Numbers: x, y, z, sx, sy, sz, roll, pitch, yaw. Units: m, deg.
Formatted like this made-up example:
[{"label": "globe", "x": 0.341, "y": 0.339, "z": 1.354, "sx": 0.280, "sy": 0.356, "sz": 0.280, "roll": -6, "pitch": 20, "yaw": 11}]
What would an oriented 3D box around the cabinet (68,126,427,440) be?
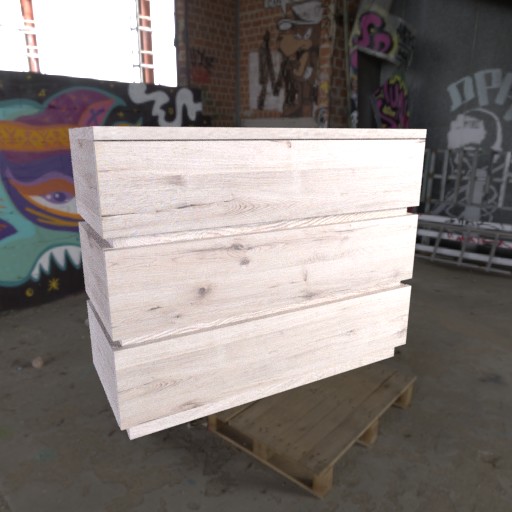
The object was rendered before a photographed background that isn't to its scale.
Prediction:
[{"label": "cabinet", "x": 0.000, "y": 0.000, "z": 1.488, "sx": 1.040, "sy": 0.820, "sz": 0.420, "roll": -8, "pitch": 17, "yaw": -28}]
